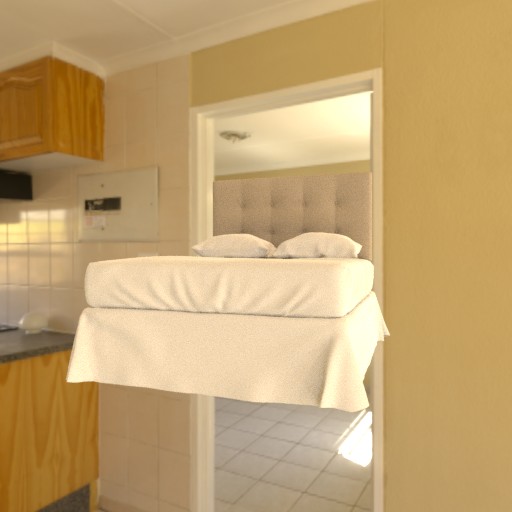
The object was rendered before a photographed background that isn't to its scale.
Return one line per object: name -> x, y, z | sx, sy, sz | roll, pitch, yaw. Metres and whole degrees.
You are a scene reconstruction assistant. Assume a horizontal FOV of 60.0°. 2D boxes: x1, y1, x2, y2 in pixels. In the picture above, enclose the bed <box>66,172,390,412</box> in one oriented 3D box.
bed -> 0.000, 0.000, 3.487 | 1.936, 1.577, 2.222 | 0, 0, 19
